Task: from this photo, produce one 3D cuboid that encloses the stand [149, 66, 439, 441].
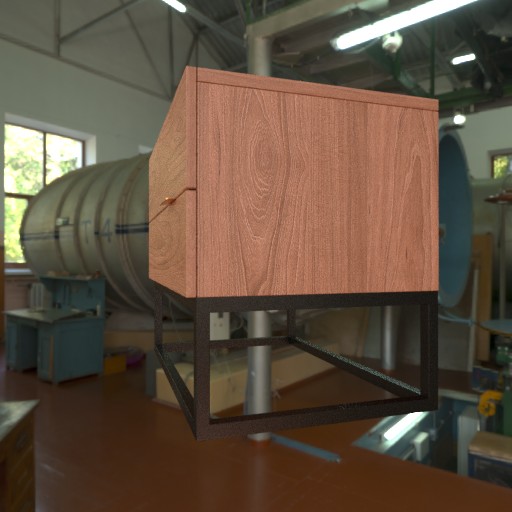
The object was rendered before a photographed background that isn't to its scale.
[{"bbox_3d":[0.000,0.000,0.930,0.420,0.500,0.600,0,0,-18],"label":"stand"}]
